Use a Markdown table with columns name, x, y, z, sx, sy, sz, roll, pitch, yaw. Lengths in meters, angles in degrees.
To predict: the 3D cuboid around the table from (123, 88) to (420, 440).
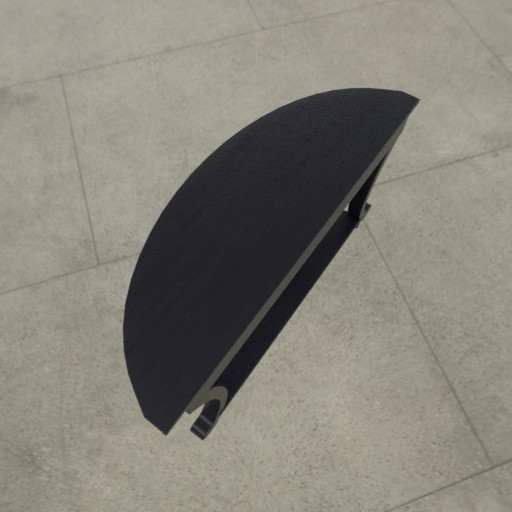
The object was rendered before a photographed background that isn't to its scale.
| name | x | y | z | sx | sy | sz | roll | pitch | yaw |
| --- | --- | --- | --- | --- | --- | --- | --- | --- | --- |
| table | 0.000 | 0.000 | 1.514 | 0.394 | 0.692 | 1.198 | 33 | 67 | 15 |
